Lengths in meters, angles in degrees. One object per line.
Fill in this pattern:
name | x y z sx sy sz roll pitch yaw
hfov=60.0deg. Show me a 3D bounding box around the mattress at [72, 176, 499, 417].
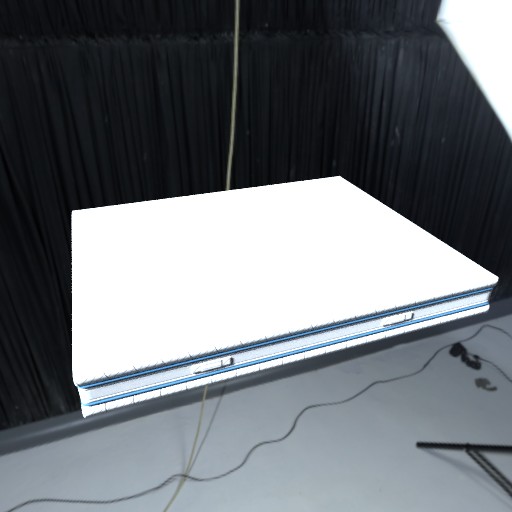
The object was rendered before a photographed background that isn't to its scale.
mattress | 0.000 0.000 2.614 2.000 0.230 1.600 -10 31 -17
